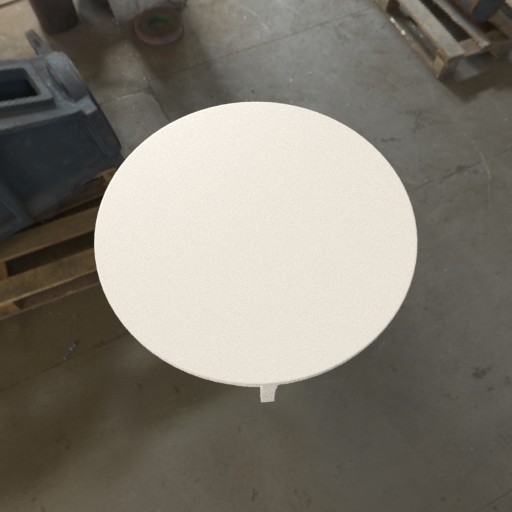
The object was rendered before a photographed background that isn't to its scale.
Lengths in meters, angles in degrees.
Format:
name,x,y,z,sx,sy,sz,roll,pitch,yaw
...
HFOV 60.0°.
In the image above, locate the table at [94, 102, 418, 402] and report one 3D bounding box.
name,x,y,z,sx,sy,sz,roll,pitch,yaw
table,0.000,0.000,1.467,0.910,0.457,0.910,0,64,0
